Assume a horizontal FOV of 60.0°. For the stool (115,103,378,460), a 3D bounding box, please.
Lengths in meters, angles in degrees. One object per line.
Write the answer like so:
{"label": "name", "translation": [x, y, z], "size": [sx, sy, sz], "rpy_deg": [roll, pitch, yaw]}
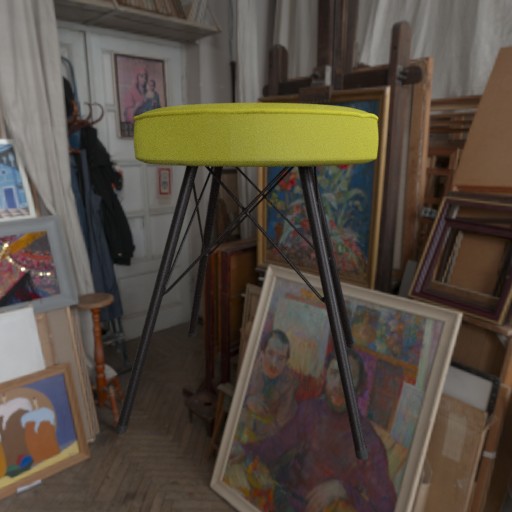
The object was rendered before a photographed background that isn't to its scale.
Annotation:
{"label": "stool", "translation": [0.000, 0.000, 0.814], "size": [0.409, 0.508, 0.409], "rpy_deg": [2, 14, 9]}
